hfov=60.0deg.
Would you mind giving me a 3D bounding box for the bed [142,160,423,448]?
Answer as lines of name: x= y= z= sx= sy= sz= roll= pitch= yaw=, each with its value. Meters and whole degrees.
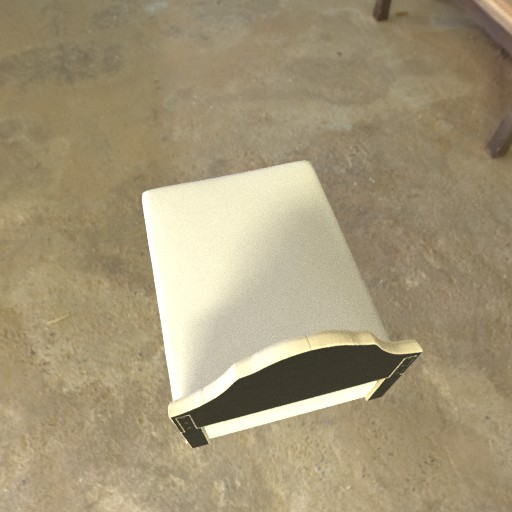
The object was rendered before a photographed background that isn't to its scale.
bed: x=0.000 y=0.000 z=3.277 sx=1.627 sy=1.575 sz=2.092 roll=-12 pitch=59 yaw=-8
